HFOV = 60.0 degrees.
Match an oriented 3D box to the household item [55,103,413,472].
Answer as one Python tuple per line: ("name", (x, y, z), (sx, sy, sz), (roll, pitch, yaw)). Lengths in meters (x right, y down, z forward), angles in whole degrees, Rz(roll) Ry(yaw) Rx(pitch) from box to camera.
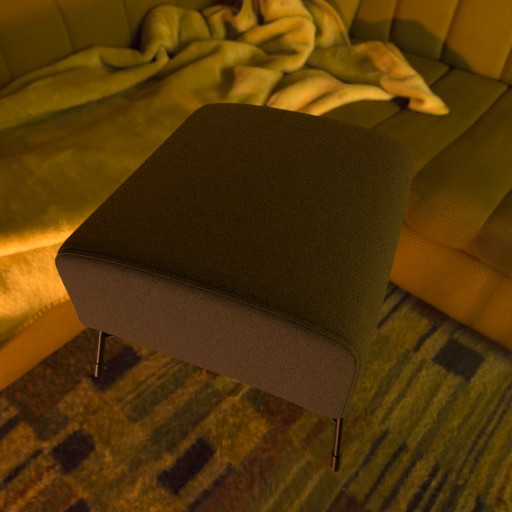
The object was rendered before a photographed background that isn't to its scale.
("household item", (0.000, 0.000, 0.886), (0.530, 0.410, 0.530), (16, 48, 15))
